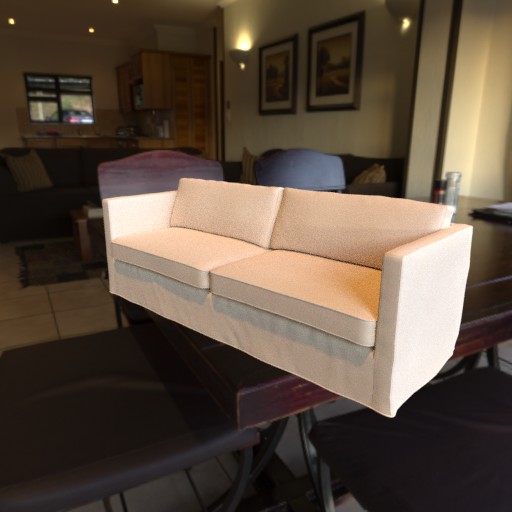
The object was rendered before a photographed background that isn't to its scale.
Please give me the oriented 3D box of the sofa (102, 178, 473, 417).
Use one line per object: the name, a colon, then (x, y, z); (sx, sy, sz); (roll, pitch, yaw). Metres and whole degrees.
sofa: (0.000, 0.000, 3.367); (2.779, 0.999, 1.036); (14, 21, 41)
